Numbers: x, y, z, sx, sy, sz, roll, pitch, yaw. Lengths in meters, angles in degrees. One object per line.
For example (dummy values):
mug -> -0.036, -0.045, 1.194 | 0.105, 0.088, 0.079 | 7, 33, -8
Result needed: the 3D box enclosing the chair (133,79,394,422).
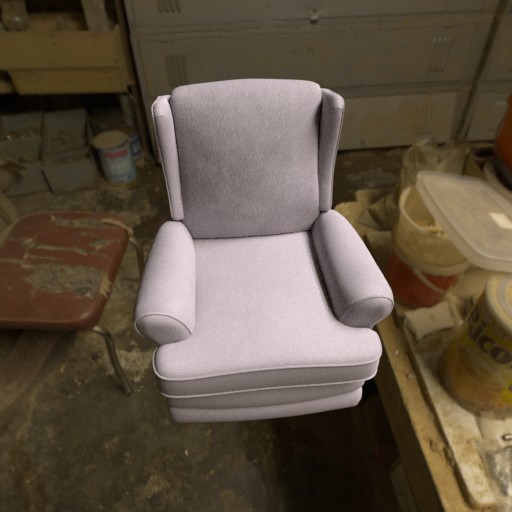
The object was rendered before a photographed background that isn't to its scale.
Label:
chair -> 0.000, 0.000, 1.683 | 0.847, 1.011, 0.969 | -4, 46, -4
